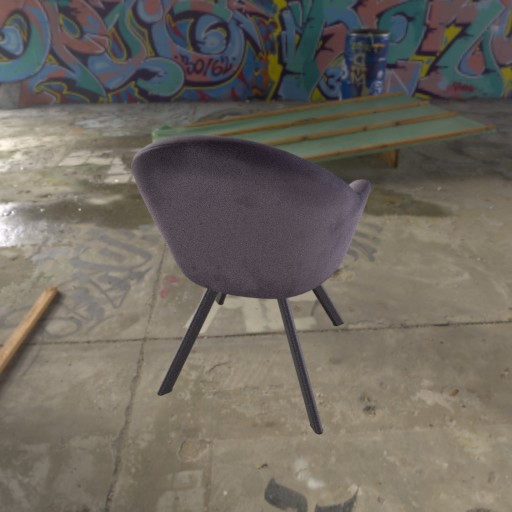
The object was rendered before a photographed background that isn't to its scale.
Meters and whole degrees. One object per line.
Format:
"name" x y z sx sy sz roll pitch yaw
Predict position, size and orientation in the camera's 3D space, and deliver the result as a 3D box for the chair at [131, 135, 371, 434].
"chair" 0.000 0.000 1.208 0.550 0.795 0.590 9 32 14
